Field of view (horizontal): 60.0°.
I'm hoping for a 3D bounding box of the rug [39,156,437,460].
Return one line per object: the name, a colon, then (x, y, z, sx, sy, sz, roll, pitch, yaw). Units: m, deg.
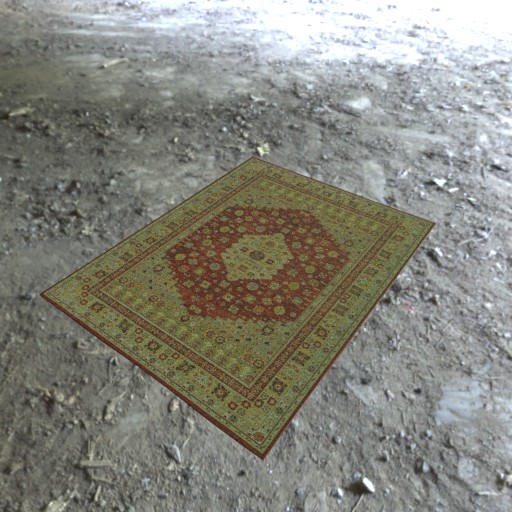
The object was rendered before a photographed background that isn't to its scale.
rug: (0.000, 0.000, 4.201, 2.387, 0.013, 3.053, 26, 47, 27)
